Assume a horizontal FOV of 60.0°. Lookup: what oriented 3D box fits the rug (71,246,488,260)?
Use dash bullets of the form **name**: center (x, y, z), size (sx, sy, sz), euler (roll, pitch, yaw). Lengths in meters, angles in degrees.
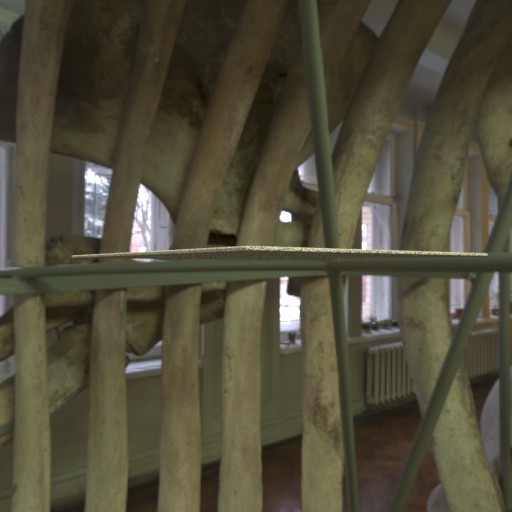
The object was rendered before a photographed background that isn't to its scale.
- **rug**: center (0.000, 0.000, 4.061), size (2.438, 0.029, 3.047), euler (1, -1, -37)
